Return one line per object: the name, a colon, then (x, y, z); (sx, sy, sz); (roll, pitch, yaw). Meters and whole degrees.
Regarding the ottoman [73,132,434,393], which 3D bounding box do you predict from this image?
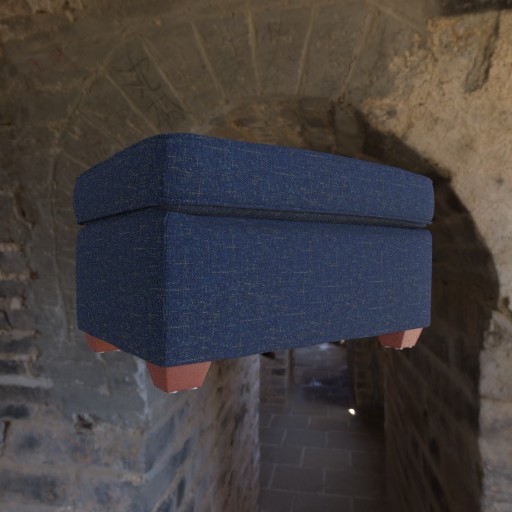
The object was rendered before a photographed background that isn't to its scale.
ottoman: (0.000, 0.000, 1.080); (0.749, 0.450, 0.549); (0, -1, -36)
